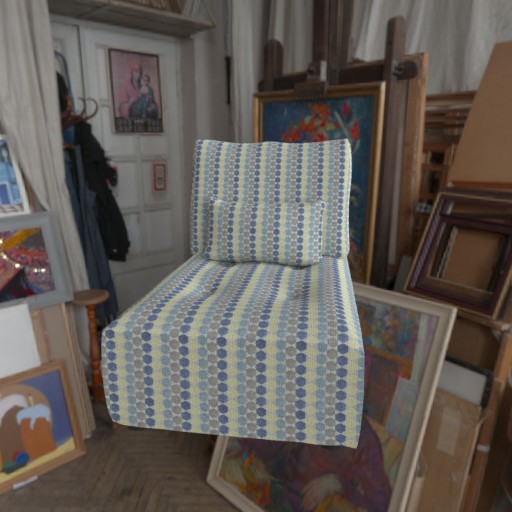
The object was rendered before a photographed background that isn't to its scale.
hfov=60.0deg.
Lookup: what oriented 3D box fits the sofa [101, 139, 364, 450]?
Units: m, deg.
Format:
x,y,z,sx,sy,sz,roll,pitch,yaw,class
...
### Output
x,y,z,sx,sy,sz,roll,pitch,yaw,class
0.000,0.000,1.586,0.700,0.820,1.000,2,14,8,sofa
